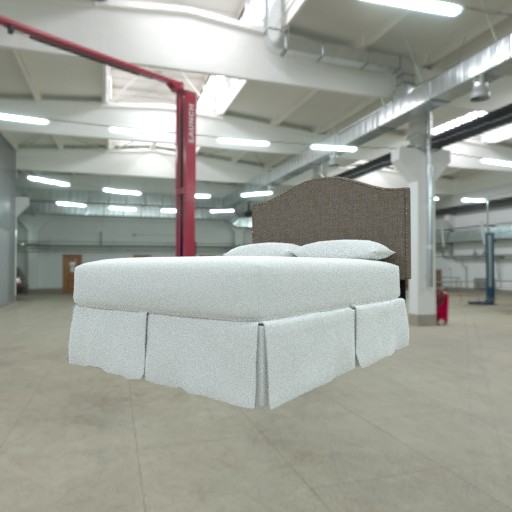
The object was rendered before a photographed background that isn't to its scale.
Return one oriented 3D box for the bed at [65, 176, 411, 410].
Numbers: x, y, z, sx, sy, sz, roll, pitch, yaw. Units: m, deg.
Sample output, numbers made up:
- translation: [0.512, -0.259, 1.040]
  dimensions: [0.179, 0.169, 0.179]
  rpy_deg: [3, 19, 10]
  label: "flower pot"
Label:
- translation: [0.000, 0.000, 3.356]
  dimensions: [1.713, 1.518, 2.153]
  rpy_deg: [-1, -2, 37]
  label: "bed"
